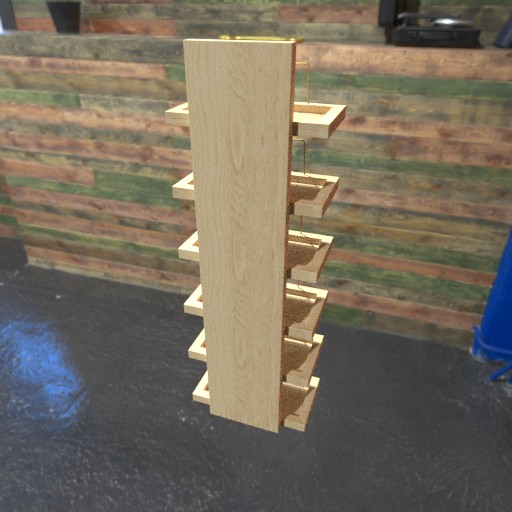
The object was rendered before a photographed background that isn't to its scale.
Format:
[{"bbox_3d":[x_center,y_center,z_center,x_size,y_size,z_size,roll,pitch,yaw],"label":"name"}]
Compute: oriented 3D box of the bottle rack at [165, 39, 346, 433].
[{"bbox_3d":[0.000,0.000,1.065,0.330,0.943,0.206,10,31,17],"label":"bottle rack"}]
